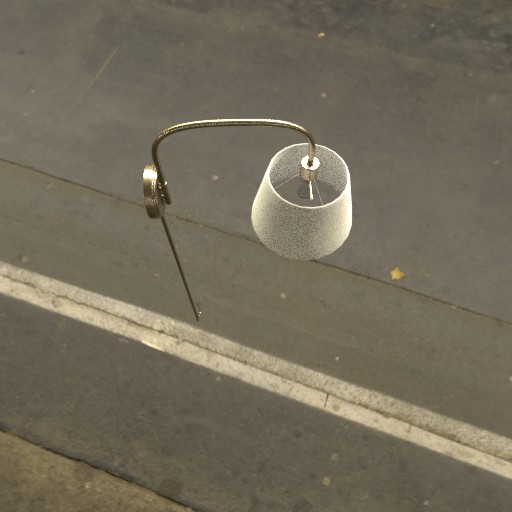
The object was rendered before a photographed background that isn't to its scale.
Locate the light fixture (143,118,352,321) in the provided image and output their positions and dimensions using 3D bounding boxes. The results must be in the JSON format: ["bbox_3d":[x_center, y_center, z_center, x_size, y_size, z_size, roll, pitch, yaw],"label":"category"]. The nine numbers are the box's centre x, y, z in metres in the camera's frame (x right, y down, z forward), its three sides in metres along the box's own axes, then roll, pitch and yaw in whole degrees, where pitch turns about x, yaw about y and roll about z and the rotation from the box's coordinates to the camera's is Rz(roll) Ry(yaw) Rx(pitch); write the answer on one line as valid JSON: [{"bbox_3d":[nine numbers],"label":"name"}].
[{"bbox_3d":[0.000,0.000,0.476,0.176,0.399,0.092,-2,63,-1],"label":"light fixture"}]
